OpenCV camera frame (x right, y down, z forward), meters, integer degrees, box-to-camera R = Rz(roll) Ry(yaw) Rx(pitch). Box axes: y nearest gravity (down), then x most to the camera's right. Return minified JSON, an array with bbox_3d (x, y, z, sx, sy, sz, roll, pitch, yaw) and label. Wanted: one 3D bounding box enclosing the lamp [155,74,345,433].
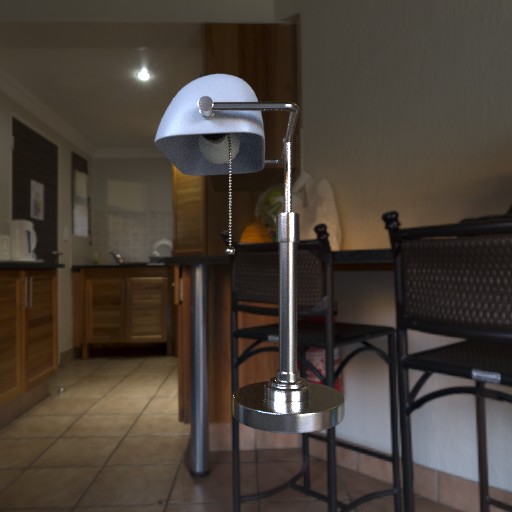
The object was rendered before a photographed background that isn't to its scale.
[{"bbox_3d":[0.000,0.000,0.576,0.227,0.404,0.269,0,-1,1],"label":"lamp"}]
